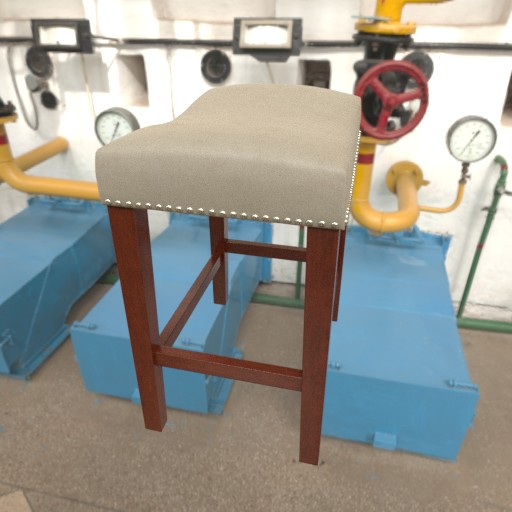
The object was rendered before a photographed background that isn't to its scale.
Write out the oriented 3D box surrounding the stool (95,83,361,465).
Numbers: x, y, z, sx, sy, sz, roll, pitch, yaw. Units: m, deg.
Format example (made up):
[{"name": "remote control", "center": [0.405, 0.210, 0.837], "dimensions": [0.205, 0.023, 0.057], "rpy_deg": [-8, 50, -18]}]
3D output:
[{"name": "stool", "center": [0.000, 0.000, 0.950], "dimensions": [0.375, 0.632, 0.509], "rpy_deg": [7, 31, 12]}]
